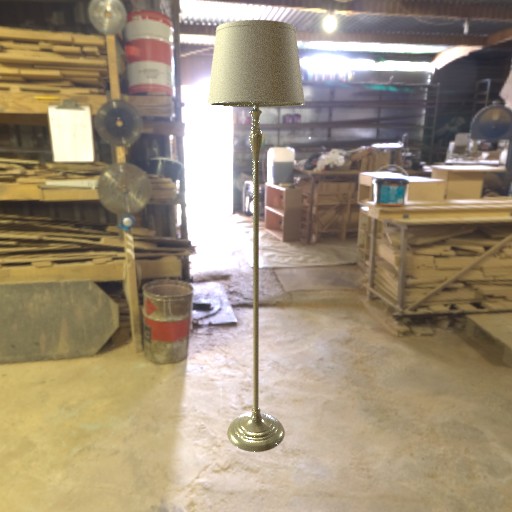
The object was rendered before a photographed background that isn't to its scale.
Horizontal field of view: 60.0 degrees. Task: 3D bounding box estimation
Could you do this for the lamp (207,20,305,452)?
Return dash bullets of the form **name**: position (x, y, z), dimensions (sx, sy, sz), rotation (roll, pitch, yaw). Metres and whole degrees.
- **lamp**: position (0.000, 0.000, 1.621), dimensions (0.327, 1.506, 0.327), rotation (-3, 16, -9)
